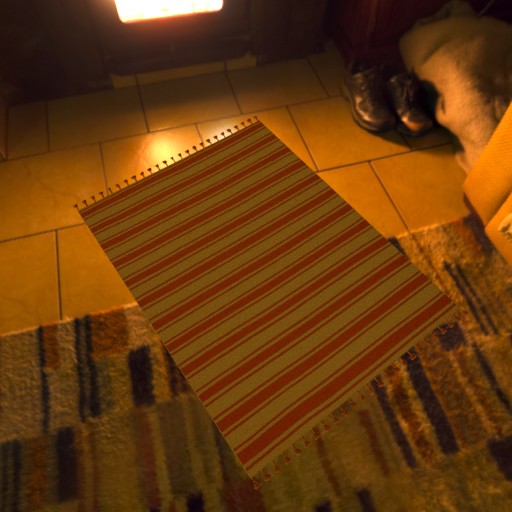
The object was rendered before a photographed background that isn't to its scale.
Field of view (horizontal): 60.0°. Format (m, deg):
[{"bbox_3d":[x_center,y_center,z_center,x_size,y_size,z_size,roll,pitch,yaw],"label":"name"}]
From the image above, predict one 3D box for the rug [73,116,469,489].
[{"bbox_3d":[0.000,0.000,4.439,2.451,0.035,3.369,-32,63,-18],"label":"rug"}]
